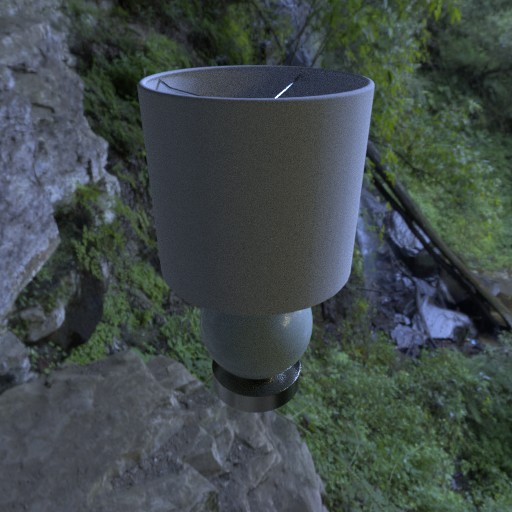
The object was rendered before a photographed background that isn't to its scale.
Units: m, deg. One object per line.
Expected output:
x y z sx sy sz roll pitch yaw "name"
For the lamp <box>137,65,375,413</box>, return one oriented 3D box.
0.000 0.000 0.470 0.201 0.353 0.201 -1 29 -2 "lamp"
